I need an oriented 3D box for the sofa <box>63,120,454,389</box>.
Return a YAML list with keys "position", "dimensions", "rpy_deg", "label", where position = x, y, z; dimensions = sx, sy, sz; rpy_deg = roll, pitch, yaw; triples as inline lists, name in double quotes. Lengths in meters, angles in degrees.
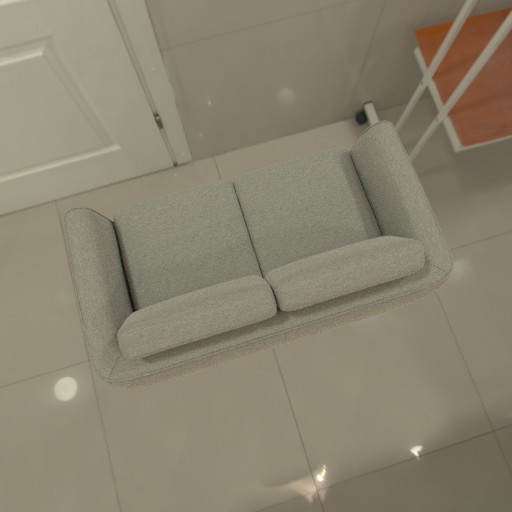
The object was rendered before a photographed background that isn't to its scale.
- position: [0.000, 0.000, 2.239]
  dimensions: [1.700, 0.850, 0.920]
  rpy_deg: [-17, 76, -4]
  label: "sofa"
